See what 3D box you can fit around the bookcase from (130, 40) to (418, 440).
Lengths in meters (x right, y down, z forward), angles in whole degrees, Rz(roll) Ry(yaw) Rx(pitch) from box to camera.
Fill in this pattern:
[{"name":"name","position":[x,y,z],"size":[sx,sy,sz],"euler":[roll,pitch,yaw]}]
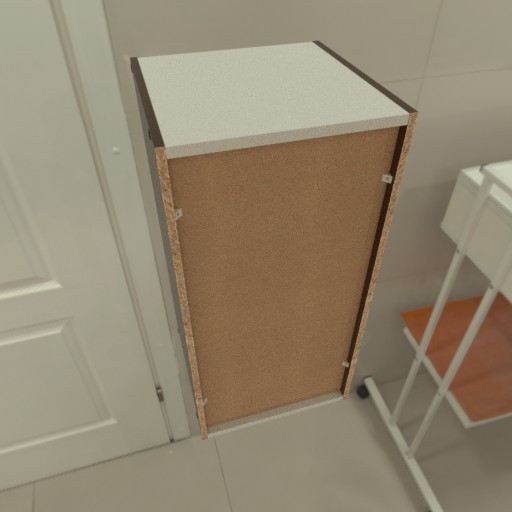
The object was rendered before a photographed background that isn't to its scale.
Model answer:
[{"name":"bookcase","position":[0.000,0.000,0.771],"size":[0.300,0.600,0.290],"euler":[-11,42,-13]}]
